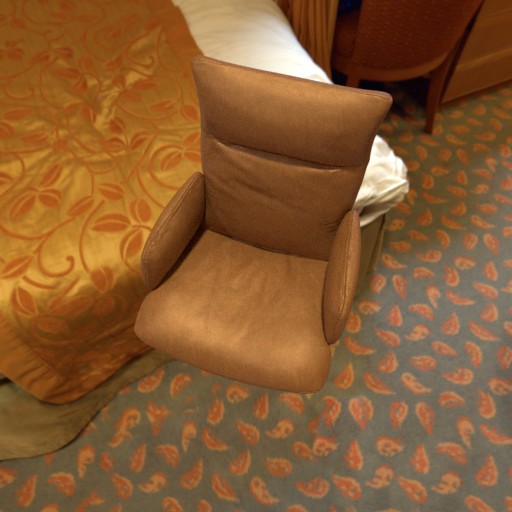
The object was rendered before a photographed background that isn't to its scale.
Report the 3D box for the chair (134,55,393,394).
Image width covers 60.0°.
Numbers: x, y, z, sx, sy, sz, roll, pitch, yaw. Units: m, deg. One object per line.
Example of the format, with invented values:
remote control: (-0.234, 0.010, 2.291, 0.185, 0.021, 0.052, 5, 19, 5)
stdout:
chair: (0.000, 0.000, 1.569, 0.711, 1.027, 0.794, 15, 60, 9)
